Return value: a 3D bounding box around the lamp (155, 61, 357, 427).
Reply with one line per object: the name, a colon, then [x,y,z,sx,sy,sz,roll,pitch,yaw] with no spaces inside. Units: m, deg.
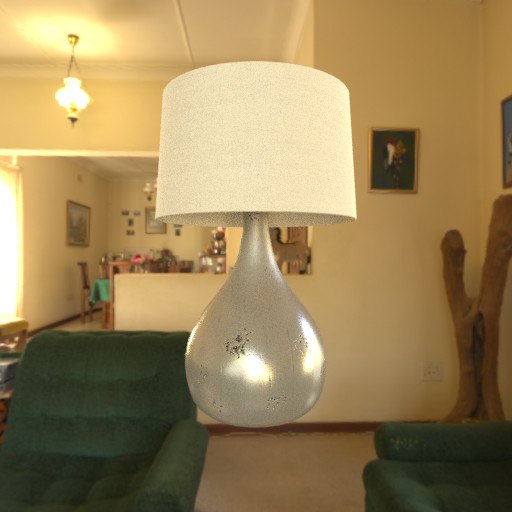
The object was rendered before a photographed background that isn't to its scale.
lamp: [0.000,0.000,0.745,0.330,0.521,0.330,0,0,0]
